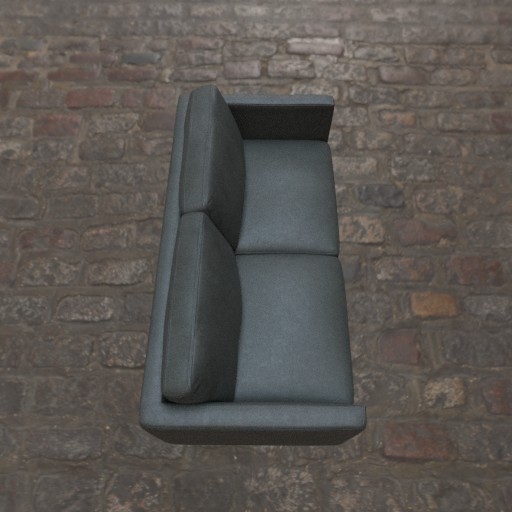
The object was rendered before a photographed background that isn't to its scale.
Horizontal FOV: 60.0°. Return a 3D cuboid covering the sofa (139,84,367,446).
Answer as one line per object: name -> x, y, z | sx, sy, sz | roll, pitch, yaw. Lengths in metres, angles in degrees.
sofa -> 0.000, 0.000, 2.444 | 0.951, 0.933, 1.883 | 0, 62, 0
